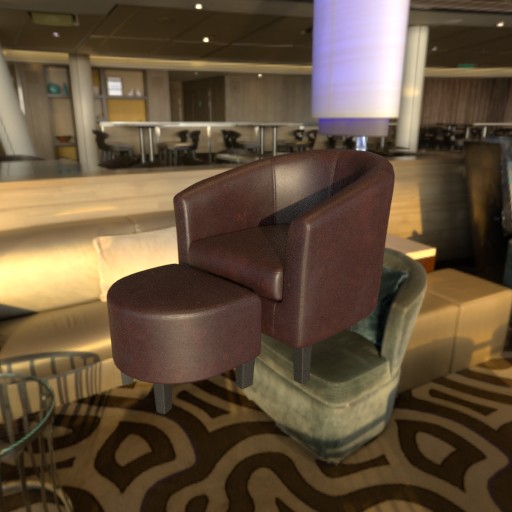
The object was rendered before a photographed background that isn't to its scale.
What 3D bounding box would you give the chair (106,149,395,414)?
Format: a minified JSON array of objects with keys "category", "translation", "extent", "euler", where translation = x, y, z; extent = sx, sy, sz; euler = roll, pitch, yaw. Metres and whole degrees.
[{"category":"chair","translation":[0.000,0.000,1.697],"extent":[1.176,0.755,0.737],"euler":[-15,22,-42]}]
